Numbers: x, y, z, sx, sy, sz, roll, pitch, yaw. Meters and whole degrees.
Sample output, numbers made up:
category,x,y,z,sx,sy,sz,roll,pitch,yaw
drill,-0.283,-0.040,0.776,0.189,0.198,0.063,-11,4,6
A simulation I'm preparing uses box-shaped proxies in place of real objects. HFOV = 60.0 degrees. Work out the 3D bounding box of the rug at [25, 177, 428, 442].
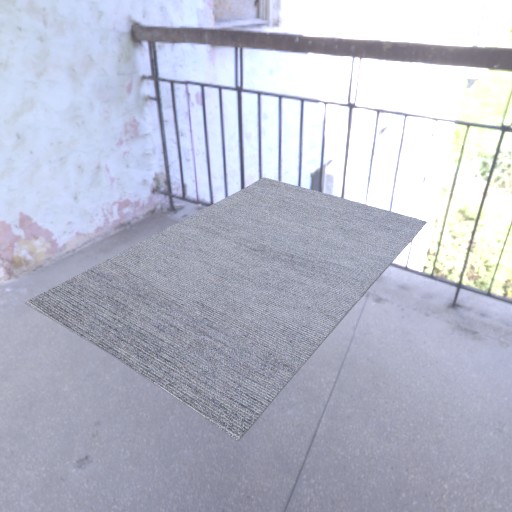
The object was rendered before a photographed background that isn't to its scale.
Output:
category,x,y,z,sx,sy,sz,roll,pitch,yaw
rug,0.000,0.000,2.228,1.159,0.021,1.789,21,37,30
